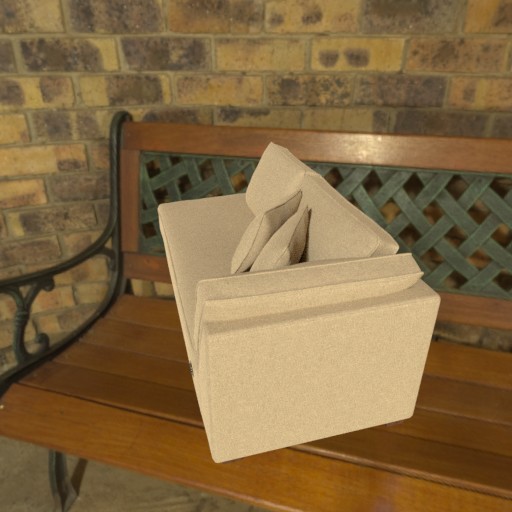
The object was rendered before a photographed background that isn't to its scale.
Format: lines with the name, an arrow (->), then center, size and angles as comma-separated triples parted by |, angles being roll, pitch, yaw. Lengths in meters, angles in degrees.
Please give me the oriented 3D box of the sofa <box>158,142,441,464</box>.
sofa -> 0.000, 0.000, 2.905 | 1.110, 1.033, 2.237 | -8, 30, -14
